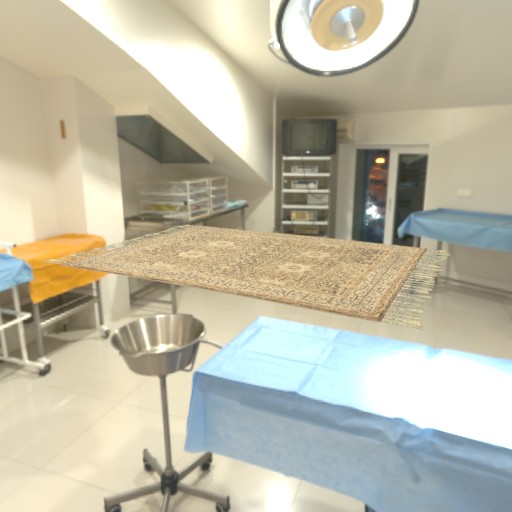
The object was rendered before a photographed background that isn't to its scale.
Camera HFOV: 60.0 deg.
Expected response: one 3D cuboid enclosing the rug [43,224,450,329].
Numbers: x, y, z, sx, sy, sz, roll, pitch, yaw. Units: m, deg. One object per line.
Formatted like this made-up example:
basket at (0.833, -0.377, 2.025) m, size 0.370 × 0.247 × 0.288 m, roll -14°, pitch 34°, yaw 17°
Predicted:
rug at (0.000, 0.000, 3.150) m, size 2.465 × 0.023 × 1.619 m, roll 7°, pitch 16°, yaw 27°
